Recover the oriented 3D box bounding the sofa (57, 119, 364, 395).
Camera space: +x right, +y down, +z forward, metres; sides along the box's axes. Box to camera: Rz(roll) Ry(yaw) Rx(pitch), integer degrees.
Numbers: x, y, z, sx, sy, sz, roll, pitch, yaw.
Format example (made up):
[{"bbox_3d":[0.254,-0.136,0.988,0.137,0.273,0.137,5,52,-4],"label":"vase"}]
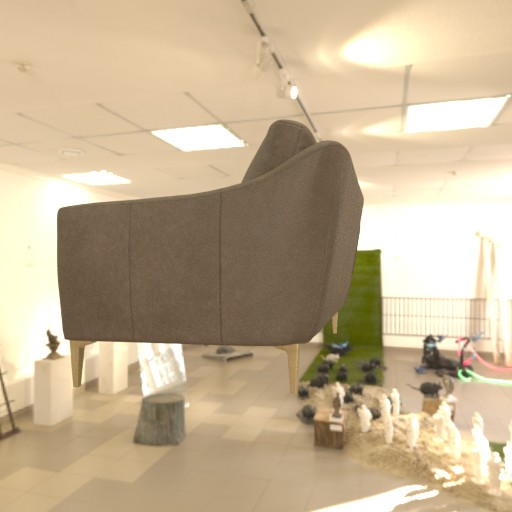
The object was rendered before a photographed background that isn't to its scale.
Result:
[{"bbox_3d":[0.000,0.000,2.116,0.960,0.902,1.619,0,-1,16],"label":"sofa"}]
